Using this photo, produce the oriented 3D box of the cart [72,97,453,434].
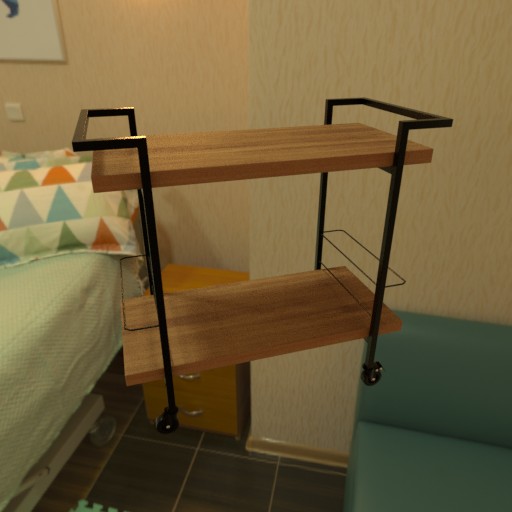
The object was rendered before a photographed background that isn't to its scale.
[{"bbox_3d":[0.000,0.000,1.232,0.806,0.762,0.406,-8,28,-15],"label":"cart"}]
